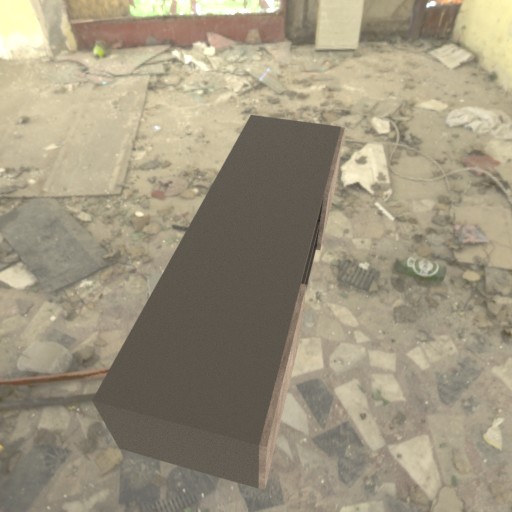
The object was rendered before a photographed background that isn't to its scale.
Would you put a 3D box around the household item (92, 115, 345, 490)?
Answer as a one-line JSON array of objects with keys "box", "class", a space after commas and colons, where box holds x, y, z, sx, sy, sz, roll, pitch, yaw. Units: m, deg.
[{"box": [0.000, 0.000, 1.579, 0.420, 0.310, 1.400, 11, 47, 10], "class": "household item"}]
